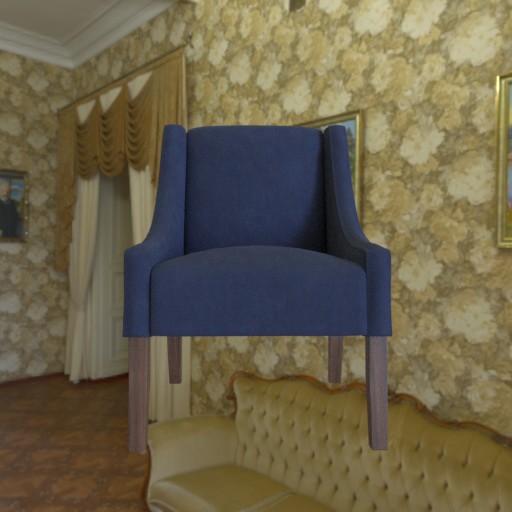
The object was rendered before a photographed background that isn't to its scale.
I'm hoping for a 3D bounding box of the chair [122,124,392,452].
[{"bbox_3d":[0.000,0.000,1.304,0.629,0.895,0.629,0,0,-1],"label":"chair"}]
